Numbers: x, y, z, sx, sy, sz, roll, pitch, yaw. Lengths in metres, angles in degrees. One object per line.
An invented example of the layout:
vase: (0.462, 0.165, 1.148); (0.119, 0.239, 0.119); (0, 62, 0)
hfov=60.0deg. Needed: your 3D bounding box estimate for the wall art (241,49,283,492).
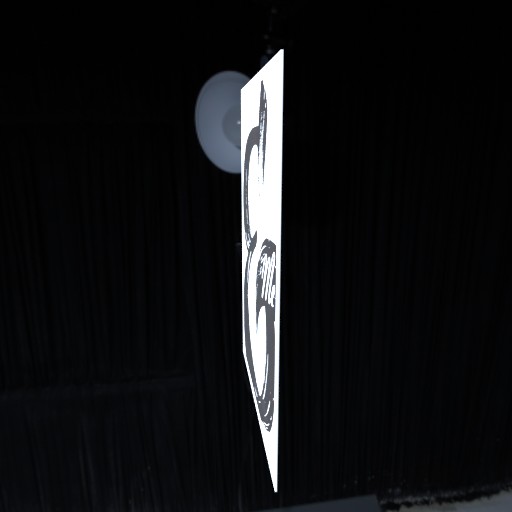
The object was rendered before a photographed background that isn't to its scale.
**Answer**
wall art: (0.000, 0.000, 0.804); (0.003, 0.609, 0.457); (-2, 15, -7)
